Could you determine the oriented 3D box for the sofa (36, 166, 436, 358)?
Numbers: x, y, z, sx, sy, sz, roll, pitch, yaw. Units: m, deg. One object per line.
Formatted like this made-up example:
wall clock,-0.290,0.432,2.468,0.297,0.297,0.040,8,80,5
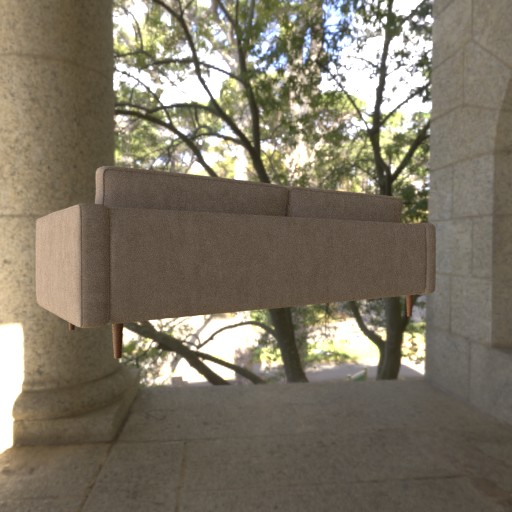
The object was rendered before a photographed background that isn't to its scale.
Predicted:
sofa,0.000,0.000,2.564,2.200,0.770,0.919,-1,1,-35
